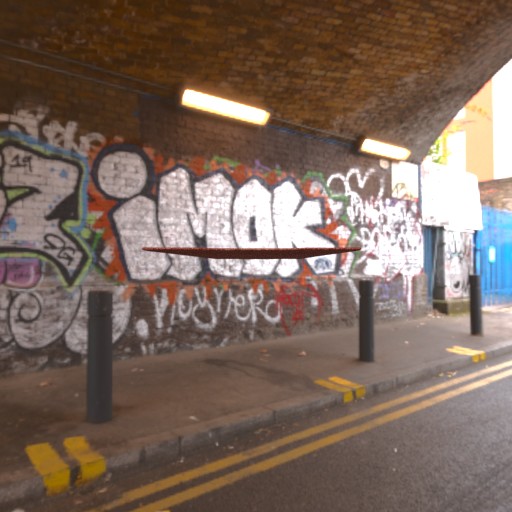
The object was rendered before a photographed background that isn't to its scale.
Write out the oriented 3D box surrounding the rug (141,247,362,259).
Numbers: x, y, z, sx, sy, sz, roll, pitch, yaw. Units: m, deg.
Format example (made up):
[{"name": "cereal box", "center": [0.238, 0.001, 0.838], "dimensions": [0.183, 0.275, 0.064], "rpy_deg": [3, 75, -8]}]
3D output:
[{"name": "rug", "center": [0.000, 0.000, 2.517], "dimensions": [0.687, 0.012, 2.307], "rpy_deg": [0, -1, 1]}]
